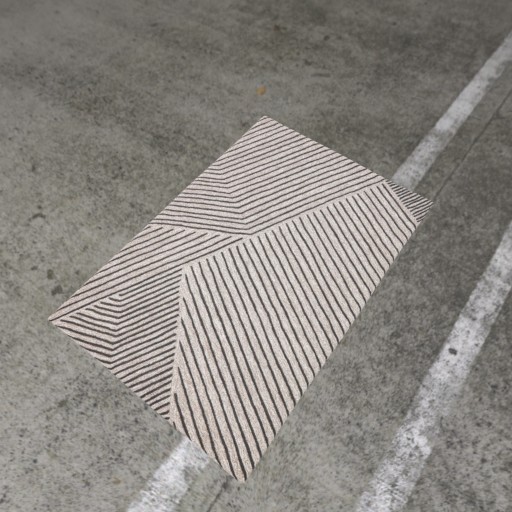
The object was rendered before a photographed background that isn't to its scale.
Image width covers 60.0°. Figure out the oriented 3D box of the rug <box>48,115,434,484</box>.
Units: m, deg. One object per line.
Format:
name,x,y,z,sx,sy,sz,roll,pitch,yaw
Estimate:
rug,0.000,0.000,2.406,1.237,0.019,1.842,33,64,18
